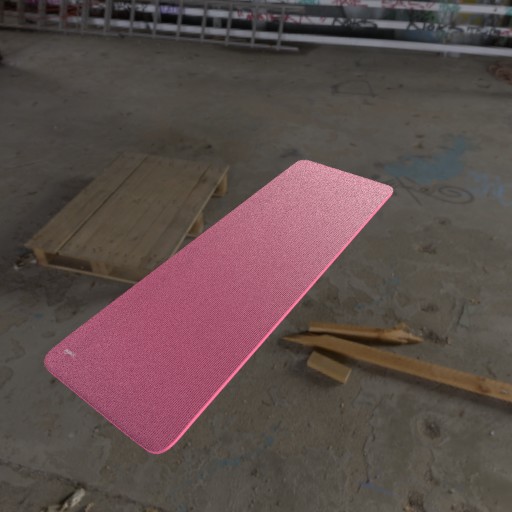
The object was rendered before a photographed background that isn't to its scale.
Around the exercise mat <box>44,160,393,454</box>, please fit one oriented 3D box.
[{"bbox_3d":[0.000,0.000,2.052,0.616,0.021,1.884,24,46,26],"label":"exercise mat"}]
